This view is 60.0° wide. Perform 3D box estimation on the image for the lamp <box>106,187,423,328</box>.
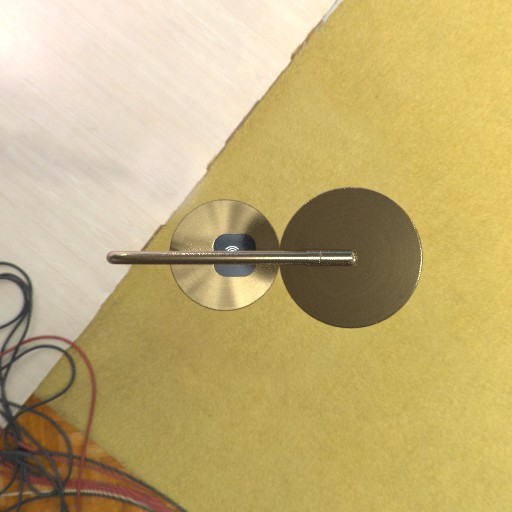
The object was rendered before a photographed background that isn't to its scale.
[{"bbox_3d":[0.000,0.000,0.511,0.270,0.380,0.171,0,90,1],"label":"lamp"}]
